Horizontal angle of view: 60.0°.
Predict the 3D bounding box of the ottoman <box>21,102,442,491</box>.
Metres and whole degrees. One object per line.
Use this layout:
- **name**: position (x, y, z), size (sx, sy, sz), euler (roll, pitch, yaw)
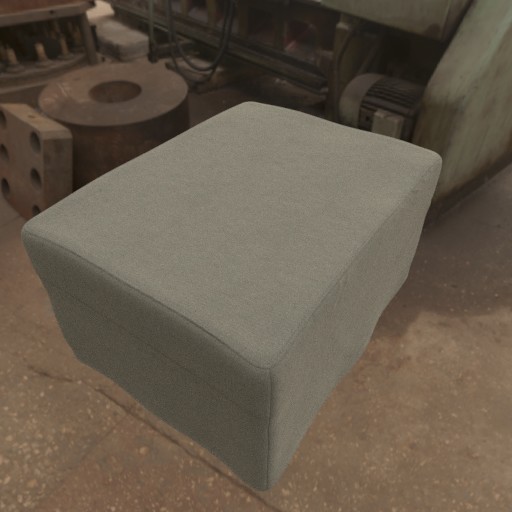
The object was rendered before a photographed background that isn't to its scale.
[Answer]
- **ottoman**: position (0.000, 0.000, 1.165), size (0.648, 0.461, 0.833), euler (25, 47, 26)
